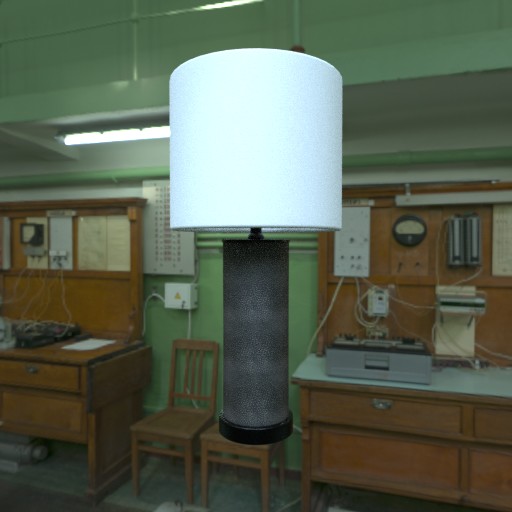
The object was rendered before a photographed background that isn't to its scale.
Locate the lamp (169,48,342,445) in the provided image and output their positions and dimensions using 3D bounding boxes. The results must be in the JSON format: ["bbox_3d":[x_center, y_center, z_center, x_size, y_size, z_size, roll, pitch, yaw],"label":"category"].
[{"bbox_3d":[0.000,0.000,0.805,0.305,0.634,0.305,0,2,16],"label":"lamp"}]
